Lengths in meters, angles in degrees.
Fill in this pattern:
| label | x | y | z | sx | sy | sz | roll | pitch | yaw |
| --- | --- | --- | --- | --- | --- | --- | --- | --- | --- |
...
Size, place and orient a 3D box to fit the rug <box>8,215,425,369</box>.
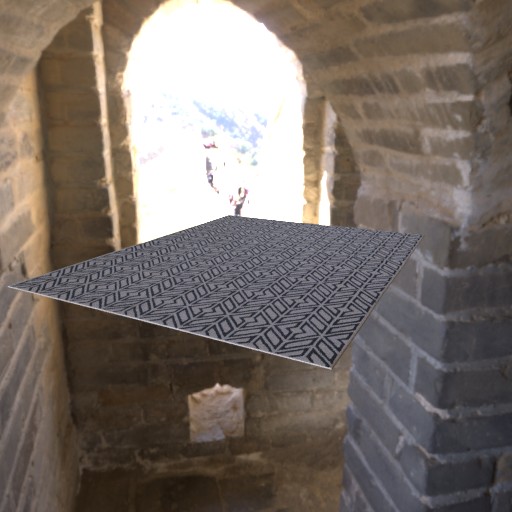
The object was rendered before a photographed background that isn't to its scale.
| label | x | y | z | sx | sy | sz | roll | pitch | yaw |
| --- | --- | --- | --- | --- | --- | --- | --- | --- | --- |
| rug | 0.000 | 0.000 | 3.924 | 2.421 | 0.008 | 3.045 | 8 | 18 | 27 |
